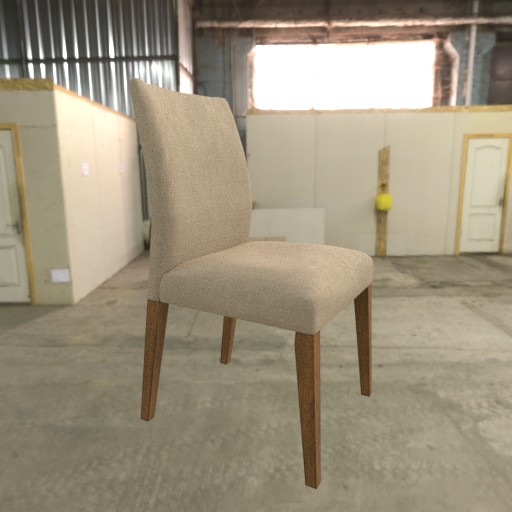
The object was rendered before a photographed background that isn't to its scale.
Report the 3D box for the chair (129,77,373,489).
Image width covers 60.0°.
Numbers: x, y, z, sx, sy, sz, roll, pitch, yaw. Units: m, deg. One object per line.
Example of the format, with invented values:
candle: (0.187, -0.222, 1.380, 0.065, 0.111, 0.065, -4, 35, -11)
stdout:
chair: (0.000, 0.000, 1.267, 0.585, 0.940, 0.496, 6, 13, 28)
